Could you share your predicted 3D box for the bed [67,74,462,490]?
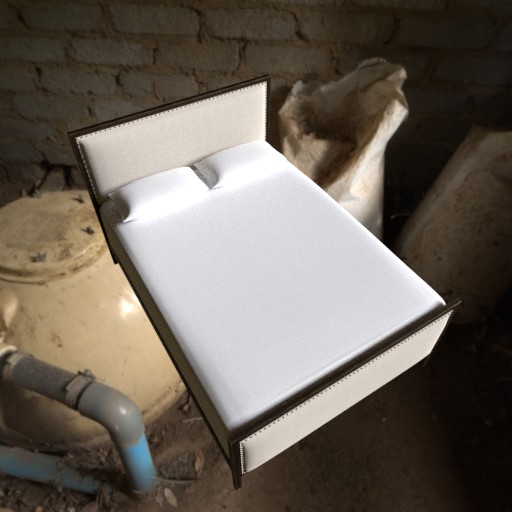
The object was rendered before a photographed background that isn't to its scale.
[{"bbox_3d":[0.000,0.000,3.102,1.607,1.313,2.221,-25,52,-21],"label":"bed"}]
